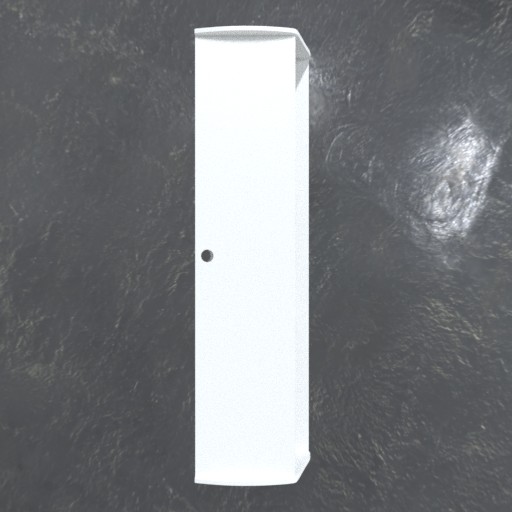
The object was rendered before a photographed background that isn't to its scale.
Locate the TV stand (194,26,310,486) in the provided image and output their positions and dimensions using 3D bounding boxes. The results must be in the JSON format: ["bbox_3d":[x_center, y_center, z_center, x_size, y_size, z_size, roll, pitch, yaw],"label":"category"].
[{"bbox_3d":[0.000,0.000,1.629,0.397,0.424,1.473,0,90,1],"label":"TV stand"}]
